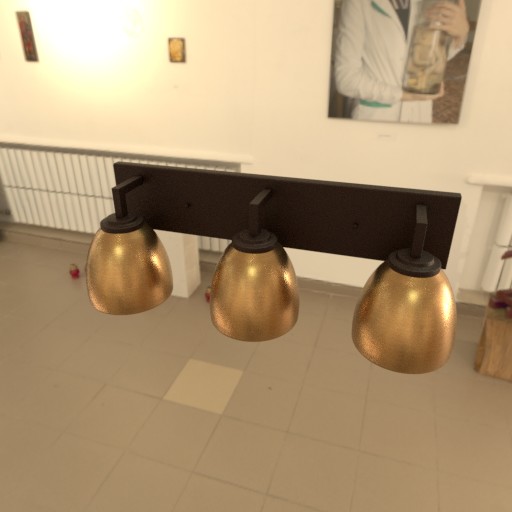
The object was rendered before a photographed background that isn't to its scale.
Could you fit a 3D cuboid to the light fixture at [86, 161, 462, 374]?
[{"bbox_3d":[0.000,0.000,0.663,0.582,0.204,0.157,8,28,16],"label":"light fixture"}]
